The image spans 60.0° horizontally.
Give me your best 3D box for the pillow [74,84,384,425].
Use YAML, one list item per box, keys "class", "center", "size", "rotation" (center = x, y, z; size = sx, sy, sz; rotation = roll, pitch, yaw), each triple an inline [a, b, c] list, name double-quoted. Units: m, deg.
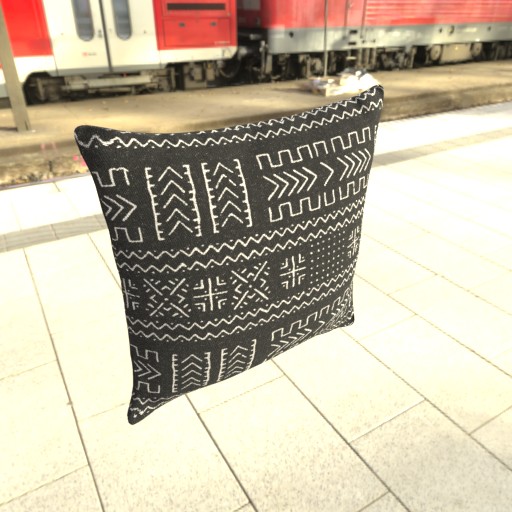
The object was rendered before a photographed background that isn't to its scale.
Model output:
- class: "pillow"
  center: [0.000, 0.000, 0.637]
  size: [0.438, 0.430, 0.164]
  rotation: [-18, 34, -28]
